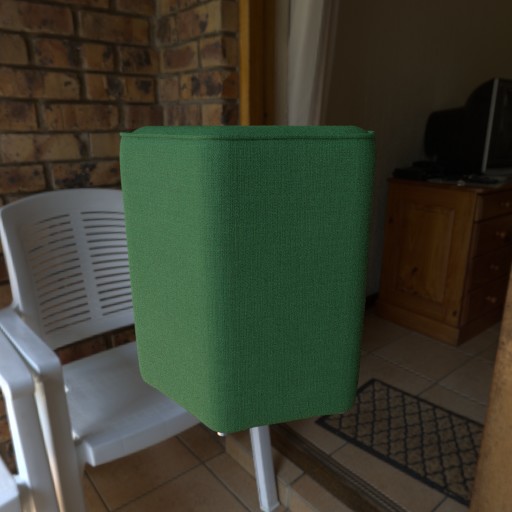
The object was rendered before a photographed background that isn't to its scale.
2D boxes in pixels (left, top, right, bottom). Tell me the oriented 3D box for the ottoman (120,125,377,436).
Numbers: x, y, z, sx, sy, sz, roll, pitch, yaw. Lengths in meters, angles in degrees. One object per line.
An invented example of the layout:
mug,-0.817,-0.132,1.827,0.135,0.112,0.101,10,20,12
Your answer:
ottoman,0.000,0.000,0.900,0.499,0.507,0.444,16,23,42
